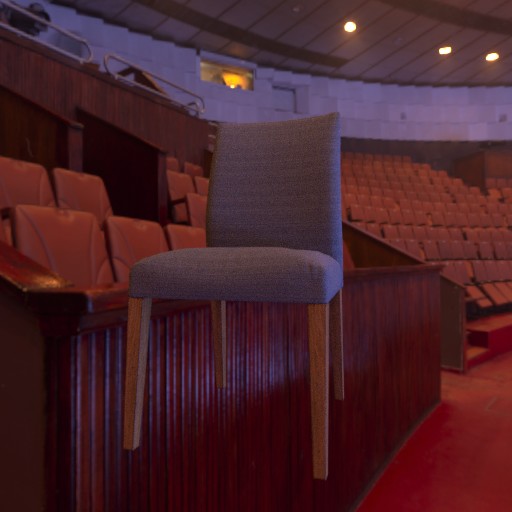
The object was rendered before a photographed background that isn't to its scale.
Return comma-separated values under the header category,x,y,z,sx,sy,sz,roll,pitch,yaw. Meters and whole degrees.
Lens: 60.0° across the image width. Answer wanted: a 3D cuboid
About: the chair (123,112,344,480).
category,x,y,z,sx,sy,sz,roll,pitch,yaw
chair,0.000,0.000,1.283,0.496,0.940,0.585,0,0,18
